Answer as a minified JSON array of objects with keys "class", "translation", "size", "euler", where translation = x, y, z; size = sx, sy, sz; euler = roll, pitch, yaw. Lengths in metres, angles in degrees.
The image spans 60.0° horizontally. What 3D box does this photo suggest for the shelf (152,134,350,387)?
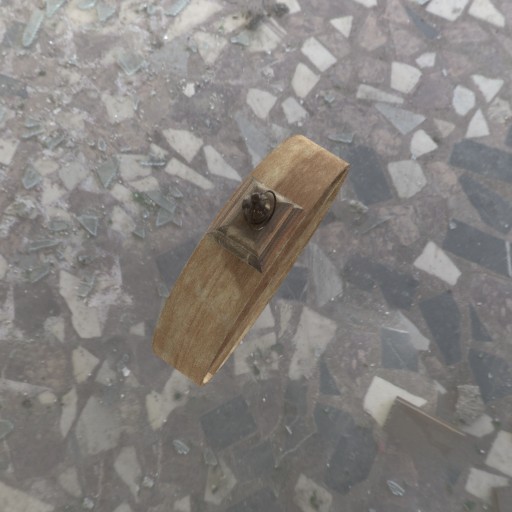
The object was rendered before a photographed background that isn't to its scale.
[{"class":"shelf","translation":[0.000,0.000,0.986],"size":[0.125,0.725,0.601],"euler":[34,79,8]}]
